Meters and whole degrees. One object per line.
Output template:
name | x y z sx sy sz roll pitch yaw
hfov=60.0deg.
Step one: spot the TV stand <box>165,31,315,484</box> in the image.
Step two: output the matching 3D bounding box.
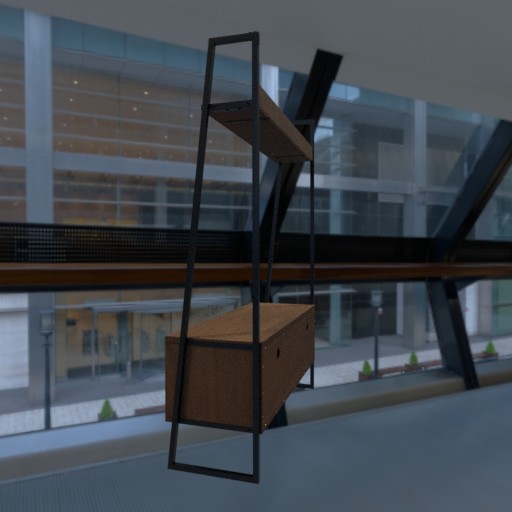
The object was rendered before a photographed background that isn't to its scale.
TV stand | 0.000 0.000 2.386 0.432 1.772 1.250 0 1 18
